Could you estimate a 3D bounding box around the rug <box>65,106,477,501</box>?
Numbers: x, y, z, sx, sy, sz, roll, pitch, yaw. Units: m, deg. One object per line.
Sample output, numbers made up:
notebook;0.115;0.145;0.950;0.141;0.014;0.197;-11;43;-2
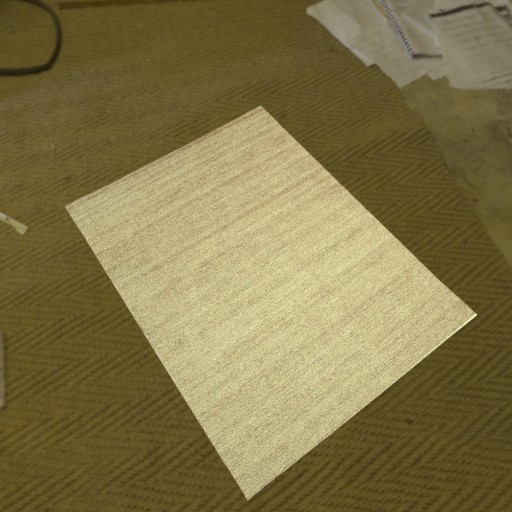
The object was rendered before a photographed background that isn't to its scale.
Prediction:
rug;0.000;0.000;4.130;2.434;0.045;3.202;-32;65;-17
